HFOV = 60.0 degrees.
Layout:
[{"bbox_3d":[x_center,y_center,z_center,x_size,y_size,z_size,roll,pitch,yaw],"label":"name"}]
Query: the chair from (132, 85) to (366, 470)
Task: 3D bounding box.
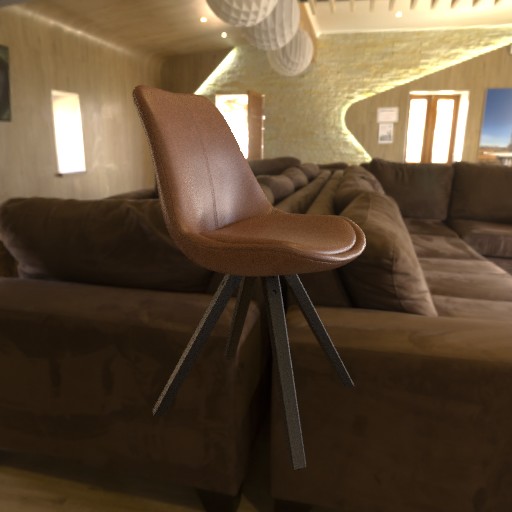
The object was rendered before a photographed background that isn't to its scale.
[{"bbox_3d":[0.000,0.000,1.168,0.550,0.850,0.475,7,16,27],"label":"chair"}]
